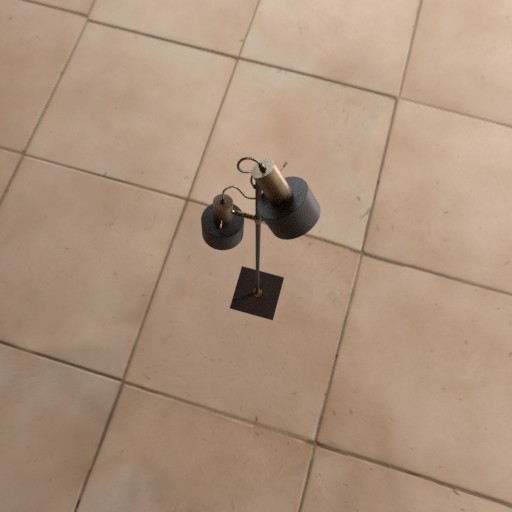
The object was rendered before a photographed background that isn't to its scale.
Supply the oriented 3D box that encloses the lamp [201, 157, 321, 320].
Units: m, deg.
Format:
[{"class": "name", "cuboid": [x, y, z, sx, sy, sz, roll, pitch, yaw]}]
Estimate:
[{"class": "lamp", "cuboid": [0.000, 0.000, 1.615, 0.315, 1.505, 0.233, 15, 75, 4]}]
